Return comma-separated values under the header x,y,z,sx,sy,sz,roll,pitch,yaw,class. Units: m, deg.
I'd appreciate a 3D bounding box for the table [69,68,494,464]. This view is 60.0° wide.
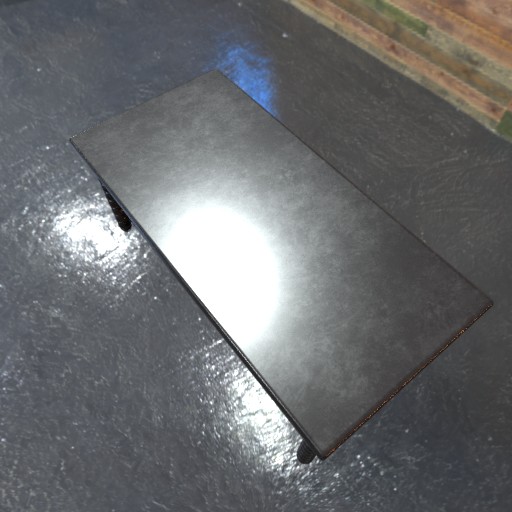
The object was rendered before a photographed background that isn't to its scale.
x,y,z,sx,sy,sz,roll,pitch,yaw,class
0.000,0.000,1.435,0.580,0.487,1.171,-34,64,-19,table
